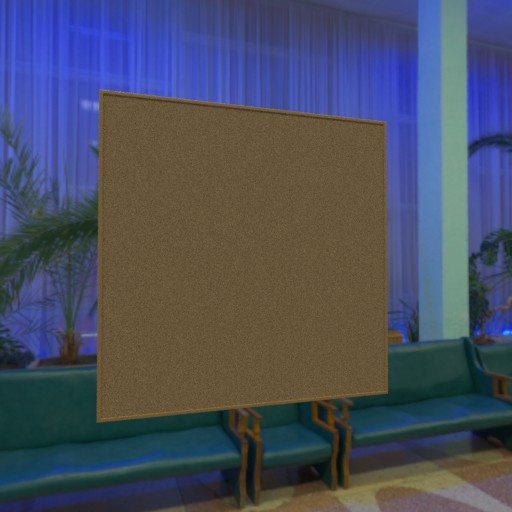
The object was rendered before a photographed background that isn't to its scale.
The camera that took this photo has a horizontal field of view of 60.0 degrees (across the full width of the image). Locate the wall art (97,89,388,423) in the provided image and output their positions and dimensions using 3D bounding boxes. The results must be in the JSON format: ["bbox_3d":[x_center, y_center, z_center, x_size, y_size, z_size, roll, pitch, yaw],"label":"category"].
[{"bbox_3d":[0.000,0.000,0.680,0.457,0.455,0.013,0,-1,-17],"label":"wall art"}]
